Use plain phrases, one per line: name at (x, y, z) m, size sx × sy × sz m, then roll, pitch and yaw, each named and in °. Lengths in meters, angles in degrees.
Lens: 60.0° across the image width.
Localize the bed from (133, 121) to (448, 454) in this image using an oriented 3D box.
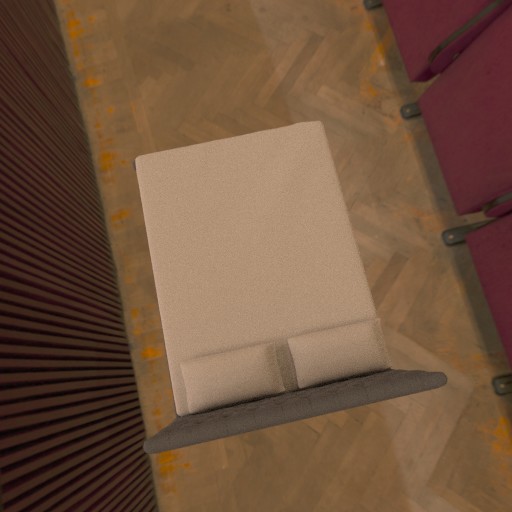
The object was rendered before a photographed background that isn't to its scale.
bed at (0.000, 0.000, 3.313) m, size 1.698 × 1.427 × 2.231 m, roll -12°, pitch 76°, yaw -3°
